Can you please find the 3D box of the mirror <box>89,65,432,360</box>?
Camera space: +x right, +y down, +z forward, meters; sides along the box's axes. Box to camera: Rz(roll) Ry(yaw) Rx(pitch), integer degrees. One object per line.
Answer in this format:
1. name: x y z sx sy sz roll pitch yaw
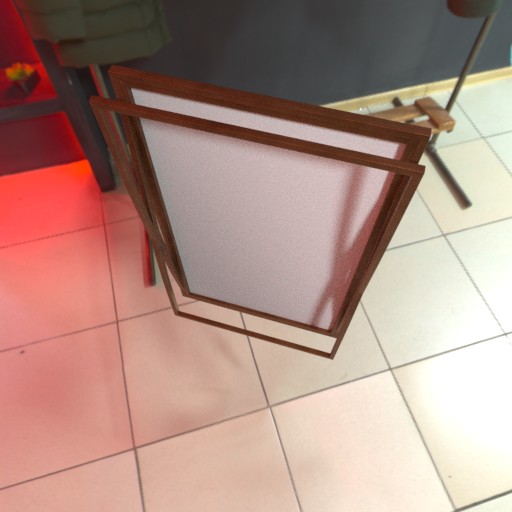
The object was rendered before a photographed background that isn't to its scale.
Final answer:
1. mirror: 0.000 0.000 0.936 0.468 0.768 0.082 14 61 8
